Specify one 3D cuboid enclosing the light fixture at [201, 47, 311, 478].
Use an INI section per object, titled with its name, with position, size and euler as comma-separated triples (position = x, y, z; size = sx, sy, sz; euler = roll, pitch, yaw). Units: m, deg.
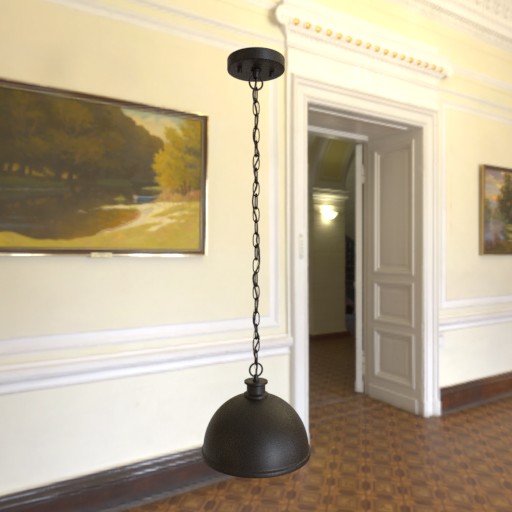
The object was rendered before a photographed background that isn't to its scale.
[light fixture]
position = 0.000, 0.000, 1.236
size = 0.304, 1.090, 0.304
euler = 0, 0, -18
